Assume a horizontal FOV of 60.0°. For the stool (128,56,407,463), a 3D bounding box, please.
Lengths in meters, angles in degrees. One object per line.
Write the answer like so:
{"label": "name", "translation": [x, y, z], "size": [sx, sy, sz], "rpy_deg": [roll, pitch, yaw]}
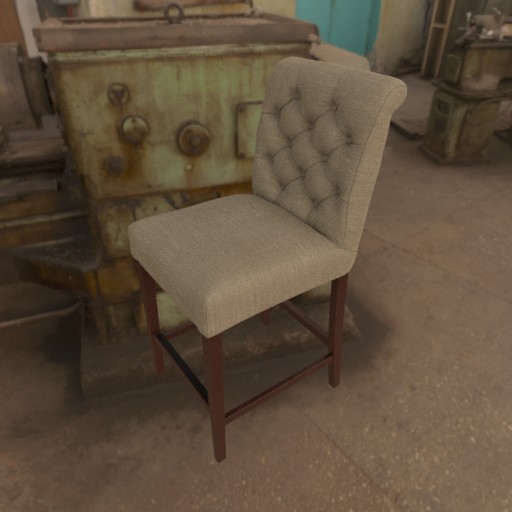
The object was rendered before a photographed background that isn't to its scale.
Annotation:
{"label": "stool", "translation": [0.000, 0.000, 1.419], "size": [0.660, 1.084, 0.486], "rpy_deg": [-21, 39, -29]}
